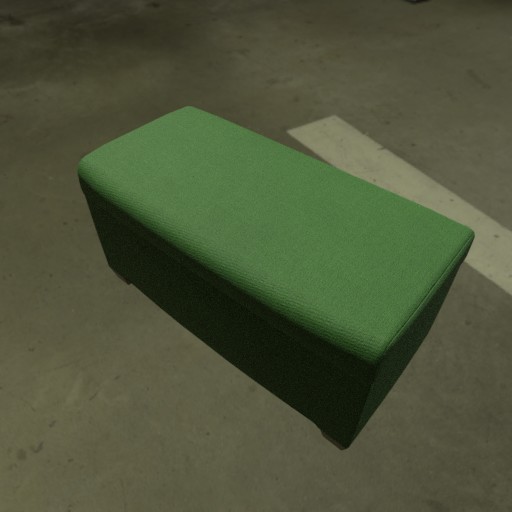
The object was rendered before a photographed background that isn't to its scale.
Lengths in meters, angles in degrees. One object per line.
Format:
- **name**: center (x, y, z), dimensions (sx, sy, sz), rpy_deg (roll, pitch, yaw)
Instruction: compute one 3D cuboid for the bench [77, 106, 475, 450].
- **bench**: center (0.000, 0.000, 1.295), dimensions (0.989, 0.501, 0.505), rpy_deg (31, 53, 27)
